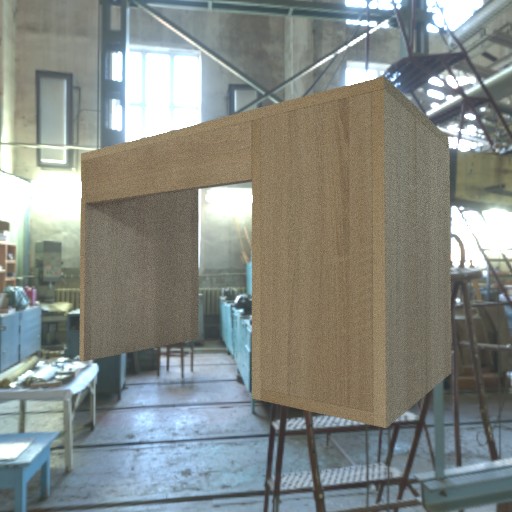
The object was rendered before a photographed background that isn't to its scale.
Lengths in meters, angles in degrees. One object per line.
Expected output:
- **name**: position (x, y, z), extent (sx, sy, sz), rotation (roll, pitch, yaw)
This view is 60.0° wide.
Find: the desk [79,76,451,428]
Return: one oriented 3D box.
- **desk**: position (0.000, 0.000, 1.484), extent (1.100, 0.731, 0.600), rotation (-1, -1, 36)
